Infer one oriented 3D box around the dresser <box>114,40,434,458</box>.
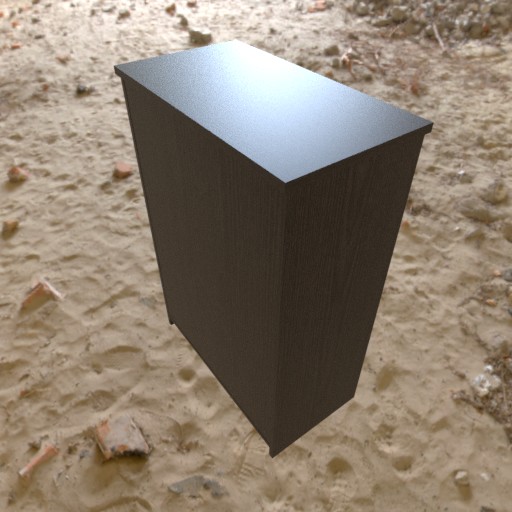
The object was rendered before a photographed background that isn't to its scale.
[{"bbox_3d":[0.000,0.000,1.358,0.399,1.020,0.704,-26,47,-26],"label":"dresser"}]
